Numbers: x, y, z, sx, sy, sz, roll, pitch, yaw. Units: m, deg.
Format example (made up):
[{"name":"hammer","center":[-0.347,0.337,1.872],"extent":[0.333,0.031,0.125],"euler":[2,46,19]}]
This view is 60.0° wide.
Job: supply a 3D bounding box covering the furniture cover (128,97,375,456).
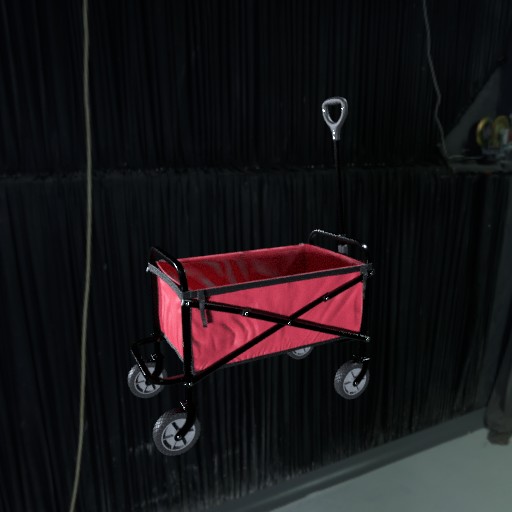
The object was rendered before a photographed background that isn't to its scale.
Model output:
[{"name":"furniture cover","center":[0.000,0.000,1.859],"extent":[1.038,1.295,0.532],"euler":[-7,16,-27]}]
